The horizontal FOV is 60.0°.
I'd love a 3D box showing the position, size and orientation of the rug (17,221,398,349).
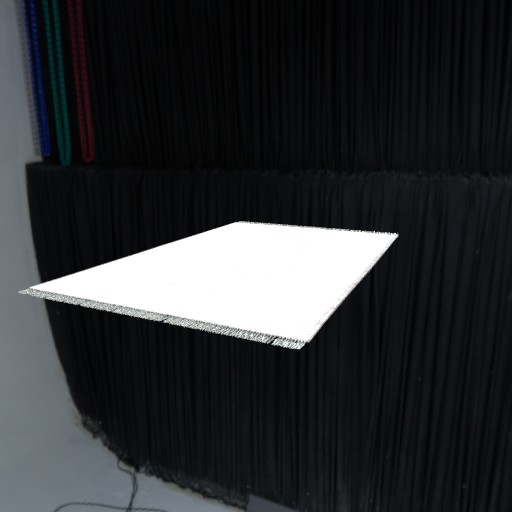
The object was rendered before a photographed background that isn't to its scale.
[{"bbox_3d":[0.000,0.000,2.986,1.528,0.010,2.440,6,15,25],"label":"rug"}]
